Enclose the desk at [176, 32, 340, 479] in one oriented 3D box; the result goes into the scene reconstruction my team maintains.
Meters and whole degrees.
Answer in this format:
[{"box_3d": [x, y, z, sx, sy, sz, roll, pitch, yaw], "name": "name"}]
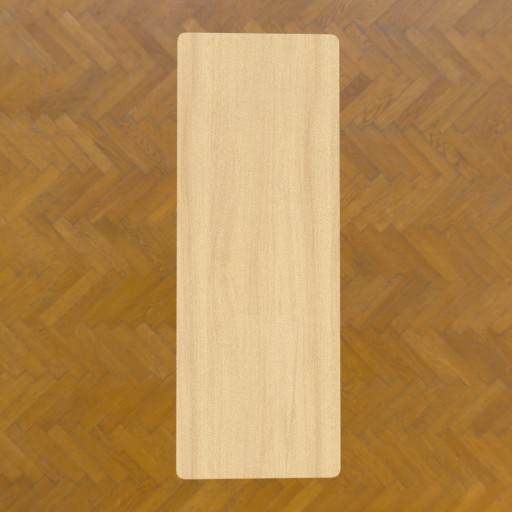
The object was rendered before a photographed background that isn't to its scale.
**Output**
[{"box_3d": [0.000, 0.000, 1.870, 0.550, 0.755, 1.500, 0, 89, -1], "name": "desk"}]
